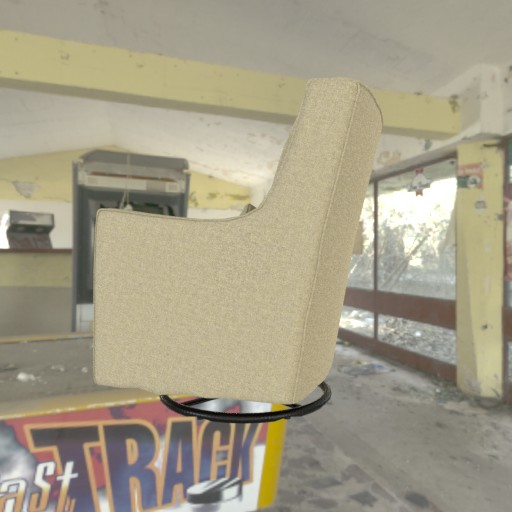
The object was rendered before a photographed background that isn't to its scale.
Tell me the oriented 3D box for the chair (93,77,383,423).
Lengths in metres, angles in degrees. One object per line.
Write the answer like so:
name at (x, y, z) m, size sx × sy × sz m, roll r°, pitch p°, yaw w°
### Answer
chair at (0.000, 0.000, 1.595) m, size 0.879 × 0.993 × 0.732 m, roll 0°, pitch 0°, yaw 18°
